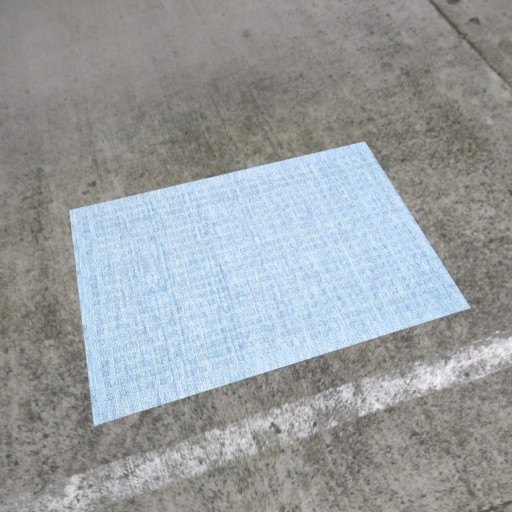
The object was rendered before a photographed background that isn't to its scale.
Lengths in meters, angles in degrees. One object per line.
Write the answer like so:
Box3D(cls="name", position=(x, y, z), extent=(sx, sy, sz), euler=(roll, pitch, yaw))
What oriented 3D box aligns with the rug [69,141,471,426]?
Box3D(cls="rug", position=(0.000, 0.000, 2.929), extent=(2.286, 0.006, 1.522), euler=(-15, 59, -9))
